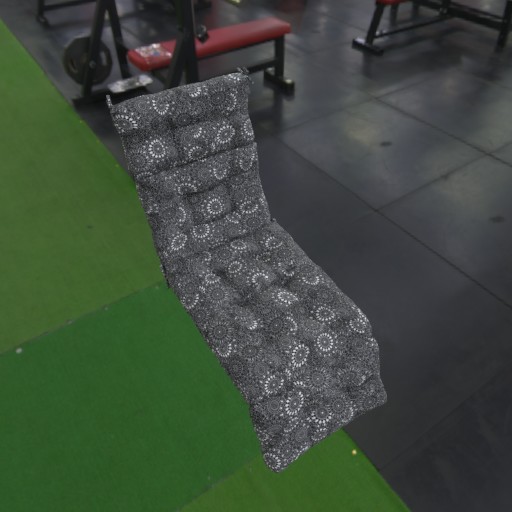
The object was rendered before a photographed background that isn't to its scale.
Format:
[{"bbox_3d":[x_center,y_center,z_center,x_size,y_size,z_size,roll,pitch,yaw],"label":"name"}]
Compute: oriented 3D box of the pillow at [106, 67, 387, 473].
[{"bbox_3d":[0.000,0.000,1.476,0.526,0.863,1.016,-24,50,-22],"label":"pillow"}]
